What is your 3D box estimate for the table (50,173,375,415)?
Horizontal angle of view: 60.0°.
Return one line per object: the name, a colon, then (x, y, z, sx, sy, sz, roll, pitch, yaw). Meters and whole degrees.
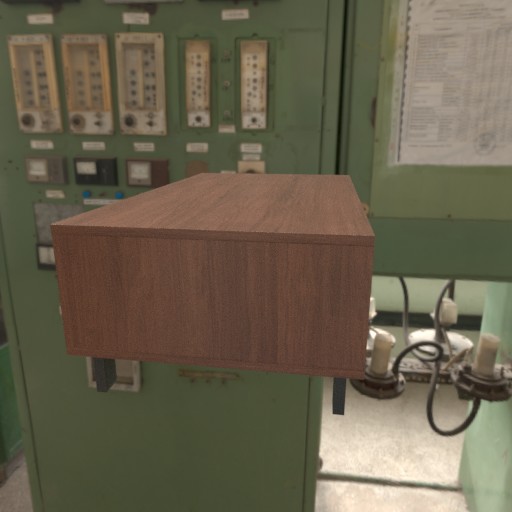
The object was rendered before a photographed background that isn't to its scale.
table: (0.000, 0.000, 1.302, 0.600, 0.380, 1.020, 3, 16, 9)
